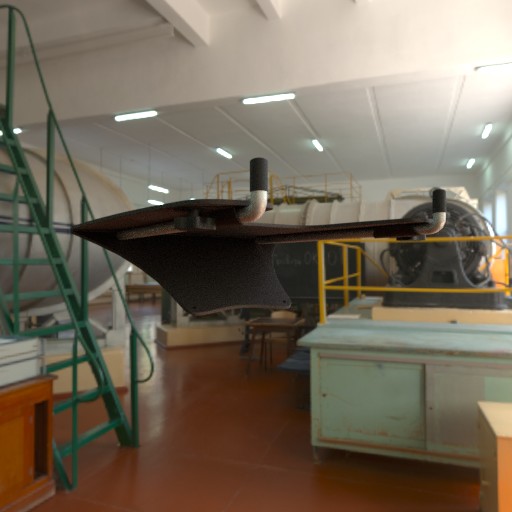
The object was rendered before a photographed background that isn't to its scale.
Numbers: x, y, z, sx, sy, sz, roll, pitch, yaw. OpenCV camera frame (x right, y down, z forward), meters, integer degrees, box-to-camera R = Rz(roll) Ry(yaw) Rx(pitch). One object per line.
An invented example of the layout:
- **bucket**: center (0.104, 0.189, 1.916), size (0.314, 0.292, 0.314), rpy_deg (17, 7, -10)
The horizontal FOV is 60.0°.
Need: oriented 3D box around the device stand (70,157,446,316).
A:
- **device stand**: center (0.000, 0.000, 0.353), size (0.230, 0.092, 0.230), rpy_deg (1, -1, -36)
